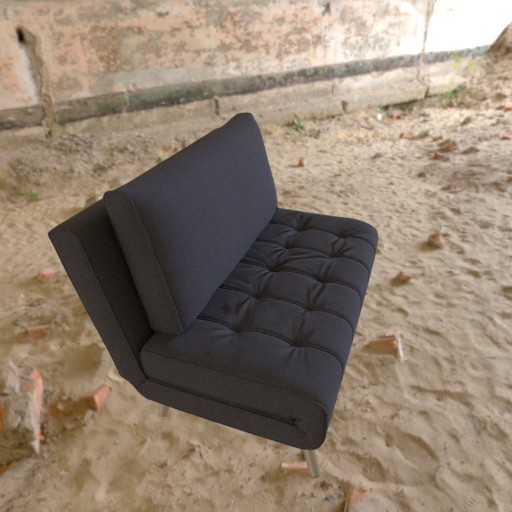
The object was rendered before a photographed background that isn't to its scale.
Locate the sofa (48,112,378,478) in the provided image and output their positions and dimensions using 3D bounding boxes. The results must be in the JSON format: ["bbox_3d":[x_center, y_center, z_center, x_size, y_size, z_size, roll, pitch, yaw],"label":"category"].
[{"bbox_3d":[0.000,0.000,1.848,0.910,0.910,1.220,11,33,17],"label":"sofa"}]
